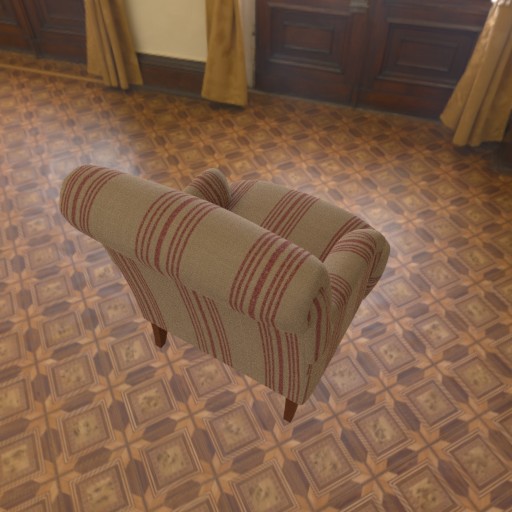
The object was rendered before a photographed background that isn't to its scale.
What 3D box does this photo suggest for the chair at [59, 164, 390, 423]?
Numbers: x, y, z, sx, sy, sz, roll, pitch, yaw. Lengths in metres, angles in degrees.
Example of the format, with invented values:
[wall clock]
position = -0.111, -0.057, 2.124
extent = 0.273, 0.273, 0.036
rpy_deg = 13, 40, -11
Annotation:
[chair]
position = 0.000, 0.000, 1.859
extent = 0.933, 1.123, 1.058
rpy_deg = 24, 51, 21
